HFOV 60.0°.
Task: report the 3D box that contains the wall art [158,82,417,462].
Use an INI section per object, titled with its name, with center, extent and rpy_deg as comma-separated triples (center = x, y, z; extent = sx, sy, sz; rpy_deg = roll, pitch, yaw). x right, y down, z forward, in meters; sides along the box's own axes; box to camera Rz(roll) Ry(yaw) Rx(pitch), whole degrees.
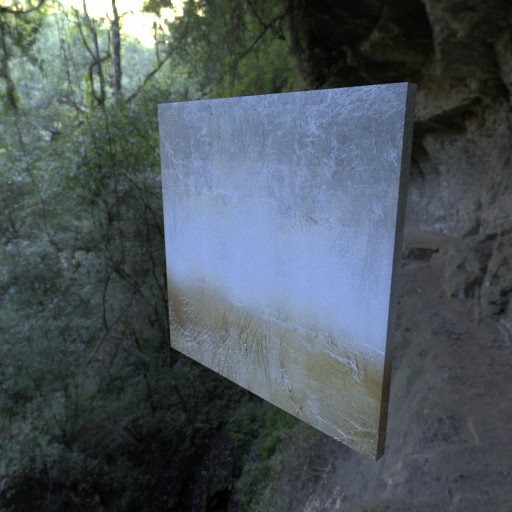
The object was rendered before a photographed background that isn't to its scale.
[wall art]
center = 0.000, 0.000, 1.607
extent = 1.092, 1.091, 0.051
rpy_deg = 15, 21, 43
